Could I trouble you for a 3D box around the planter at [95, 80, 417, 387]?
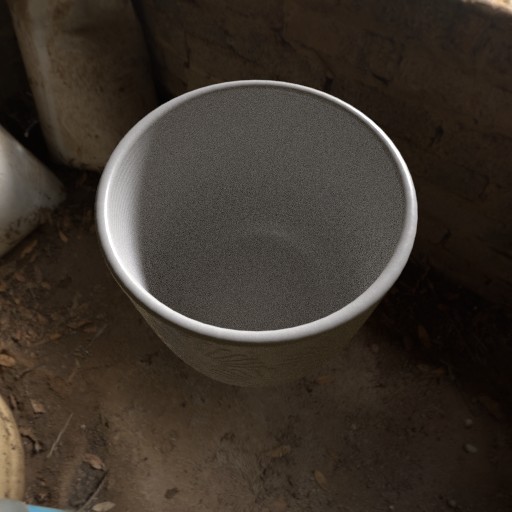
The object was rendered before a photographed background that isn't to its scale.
[{"bbox_3d":[0.000,0.000,0.219,0.124,0.109,0.124,0,62,0],"label":"planter"}]
